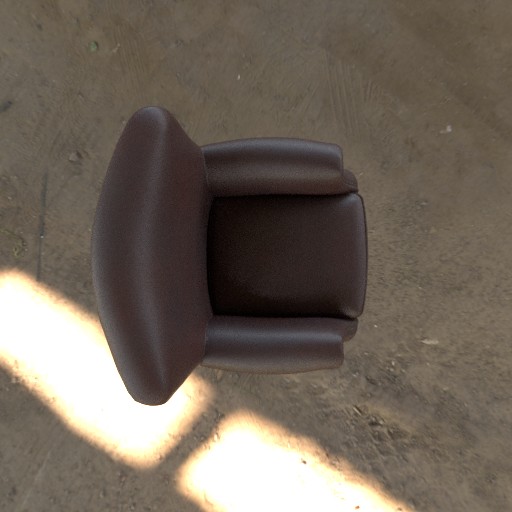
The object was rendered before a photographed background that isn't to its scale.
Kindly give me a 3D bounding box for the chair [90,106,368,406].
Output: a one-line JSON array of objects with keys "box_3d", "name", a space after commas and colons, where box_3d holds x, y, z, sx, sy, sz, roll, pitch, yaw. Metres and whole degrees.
[{"box_3d": [0.000, 0.000, 1.366, 0.746, 0.800, 0.700, 0, 90, -1], "name": "chair"}]
